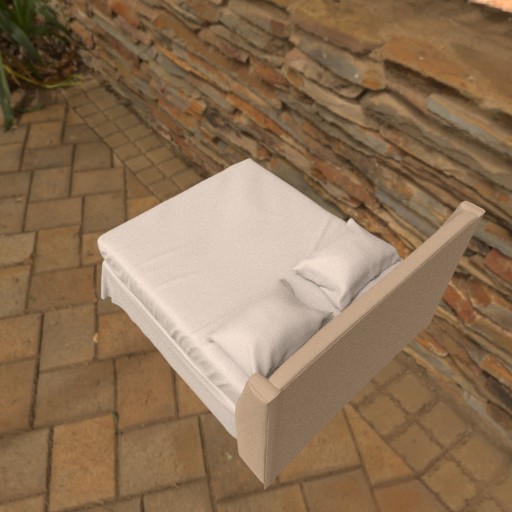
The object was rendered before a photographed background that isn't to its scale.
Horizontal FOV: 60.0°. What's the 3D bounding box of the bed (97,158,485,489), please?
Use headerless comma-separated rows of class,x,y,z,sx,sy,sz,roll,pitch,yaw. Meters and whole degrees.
bed,0.000,0.000,3.405,1.925,1.332,2.276,-34,56,-27
